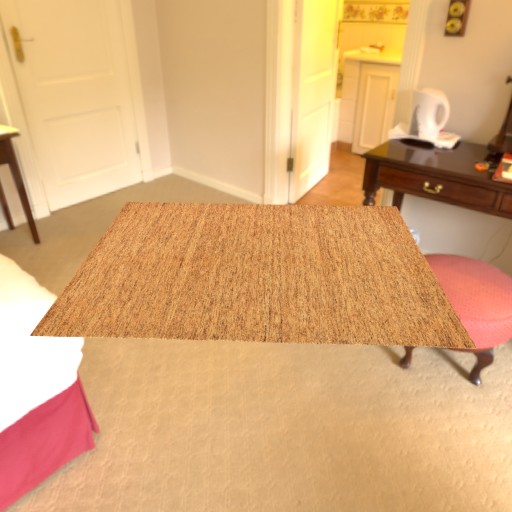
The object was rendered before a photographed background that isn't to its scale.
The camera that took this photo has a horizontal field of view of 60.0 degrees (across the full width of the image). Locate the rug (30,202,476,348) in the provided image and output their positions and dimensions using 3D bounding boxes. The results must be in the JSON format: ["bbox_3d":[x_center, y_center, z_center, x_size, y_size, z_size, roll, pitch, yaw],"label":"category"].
[{"bbox_3d":[0.000,0.000,4.218,3.200,0.012,2.438,1,30,2],"label":"rug"}]
